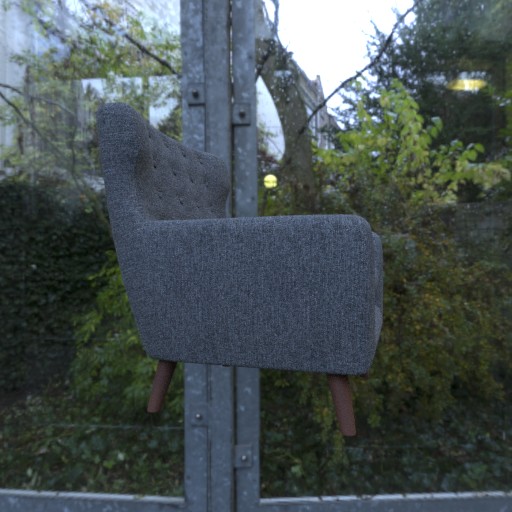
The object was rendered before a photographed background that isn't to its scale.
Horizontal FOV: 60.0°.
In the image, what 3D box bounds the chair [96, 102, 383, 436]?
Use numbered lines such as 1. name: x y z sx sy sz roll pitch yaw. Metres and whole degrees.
1. chair: 0.000 0.000 1.741 0.940 1.039 0.889 0 -1 18
